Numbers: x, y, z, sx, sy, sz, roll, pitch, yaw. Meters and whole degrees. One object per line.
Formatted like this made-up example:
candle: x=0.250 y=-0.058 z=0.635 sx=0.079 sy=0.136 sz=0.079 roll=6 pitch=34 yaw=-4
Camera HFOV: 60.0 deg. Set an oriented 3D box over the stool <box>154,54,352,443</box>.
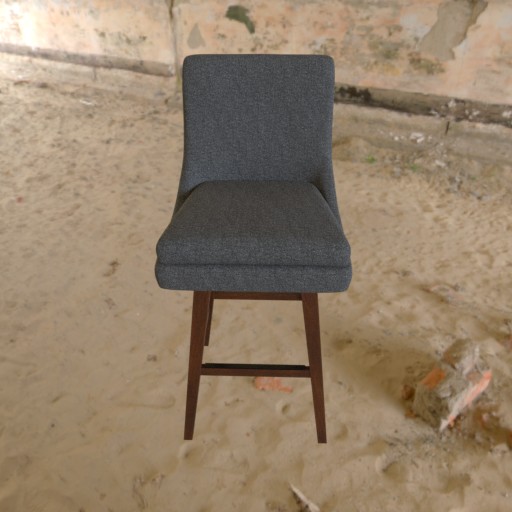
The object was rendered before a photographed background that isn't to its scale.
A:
stool: x=0.000 y=0.000 z=1.355 sx=0.489 sy=1.068 sz=0.572 roll=1 pitch=32 yaw=1
